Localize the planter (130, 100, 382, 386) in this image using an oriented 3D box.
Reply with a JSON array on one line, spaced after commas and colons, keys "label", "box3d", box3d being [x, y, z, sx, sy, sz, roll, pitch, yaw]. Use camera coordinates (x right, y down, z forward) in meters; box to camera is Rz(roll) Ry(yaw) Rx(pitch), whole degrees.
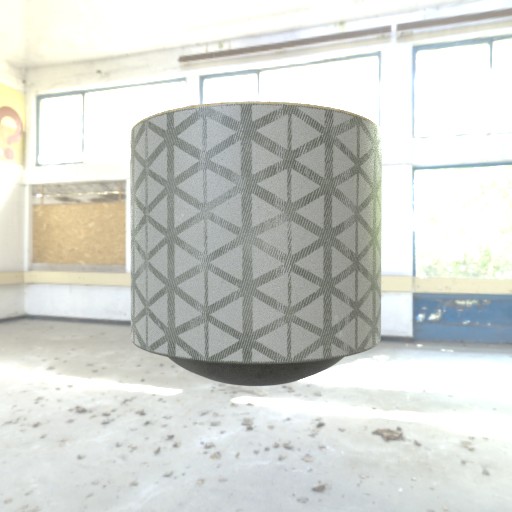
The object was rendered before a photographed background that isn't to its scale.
[{"label": "planter", "box3d": [0.000, 0.000, 0.459, 0.250, 0.239, 0.250, 0, 1, 0]}]
